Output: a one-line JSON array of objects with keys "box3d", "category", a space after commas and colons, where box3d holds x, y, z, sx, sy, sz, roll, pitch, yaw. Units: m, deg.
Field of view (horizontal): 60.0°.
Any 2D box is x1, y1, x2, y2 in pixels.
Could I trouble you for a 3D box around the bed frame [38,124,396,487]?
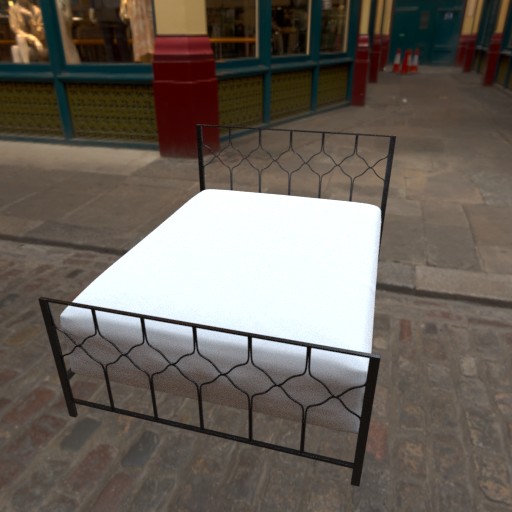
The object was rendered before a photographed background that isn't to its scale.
[{"box3d": [0.000, 0.000, 2.899, 1.597, 1.222, 2.063, 7, 28, 14], "category": "bed frame"}]
